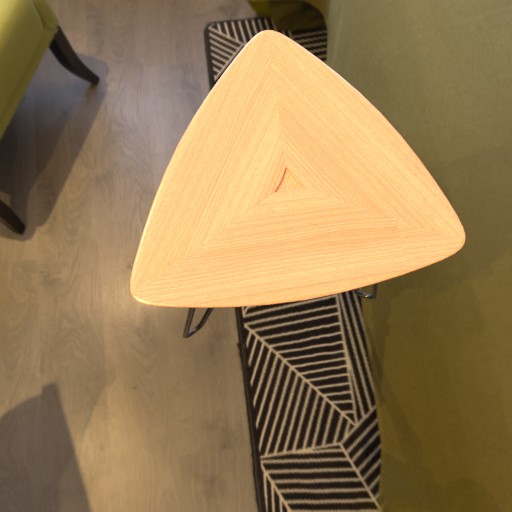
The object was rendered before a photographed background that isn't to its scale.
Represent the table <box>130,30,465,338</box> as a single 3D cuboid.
[{"bbox_3d":[0.000,0.000,0.873,0.455,0.564,0.442,-37,79,-9],"label":"table"}]
